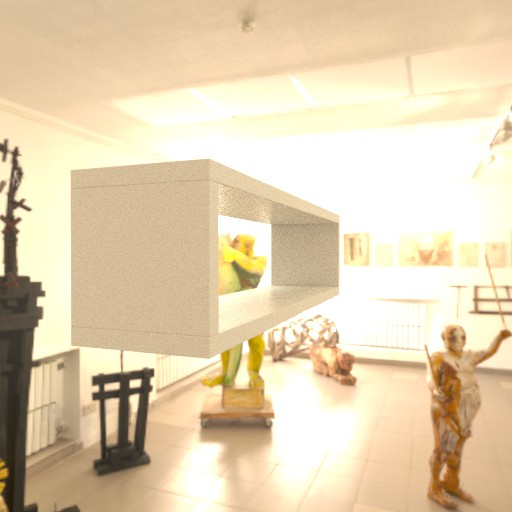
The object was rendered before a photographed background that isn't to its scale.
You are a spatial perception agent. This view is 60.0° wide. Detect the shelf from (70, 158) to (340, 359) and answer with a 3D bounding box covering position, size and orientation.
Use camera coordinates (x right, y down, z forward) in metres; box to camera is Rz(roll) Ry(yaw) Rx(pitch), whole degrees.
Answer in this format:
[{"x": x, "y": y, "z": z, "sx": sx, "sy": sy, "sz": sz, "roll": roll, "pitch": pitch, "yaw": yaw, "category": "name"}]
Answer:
[{"x": 0.000, "y": 0.000, "z": 0.686, "sx": 0.150, "sy": 0.170, "sz": 0.610, "roll": 0, "pitch": 0, "yaw": 21, "category": "shelf"}]
